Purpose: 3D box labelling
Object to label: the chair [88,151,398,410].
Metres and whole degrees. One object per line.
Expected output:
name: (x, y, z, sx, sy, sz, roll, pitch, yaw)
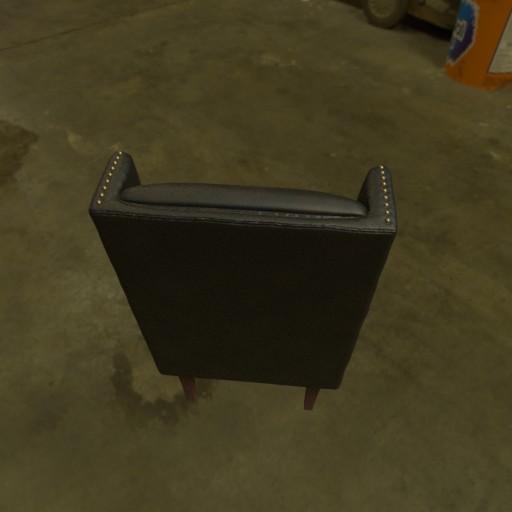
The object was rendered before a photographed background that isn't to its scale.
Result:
chair: (0.000, 0.000, 1.625, 0.703, 1.142, 0.799, 4, 48, 4)
